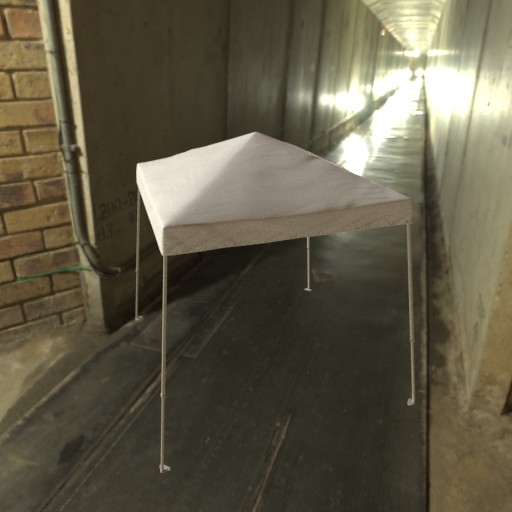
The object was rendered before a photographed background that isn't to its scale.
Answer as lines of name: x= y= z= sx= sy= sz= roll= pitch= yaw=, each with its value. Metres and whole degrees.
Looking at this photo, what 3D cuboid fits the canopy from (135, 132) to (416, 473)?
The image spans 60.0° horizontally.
canopy: x=0.000 y=0.000 z=6.600 sx=3.600 sy=3.600 sz=3.599 roll=-8 pitch=26 yaw=-17
